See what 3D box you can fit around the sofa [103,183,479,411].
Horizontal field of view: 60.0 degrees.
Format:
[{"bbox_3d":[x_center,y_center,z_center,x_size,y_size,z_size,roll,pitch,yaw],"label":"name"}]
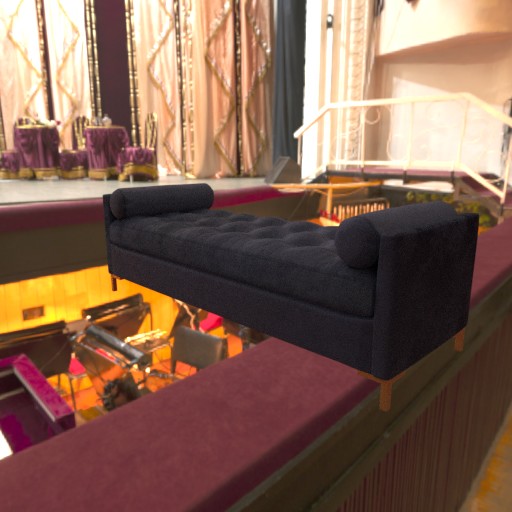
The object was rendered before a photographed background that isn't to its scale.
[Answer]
[{"bbox_3d":[0.000,0.000,2.495,2.102,0.705,0.796,13,18,43],"label":"sofa"}]
